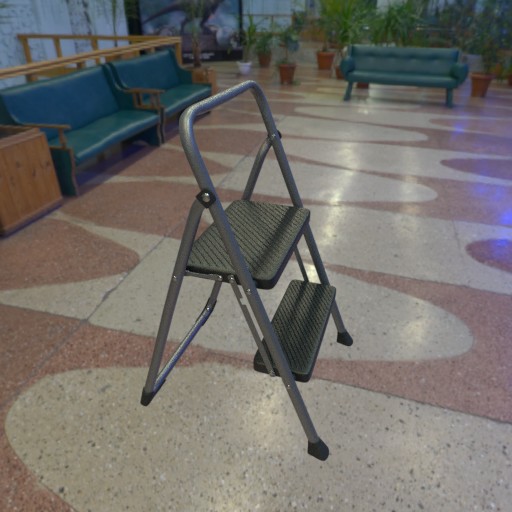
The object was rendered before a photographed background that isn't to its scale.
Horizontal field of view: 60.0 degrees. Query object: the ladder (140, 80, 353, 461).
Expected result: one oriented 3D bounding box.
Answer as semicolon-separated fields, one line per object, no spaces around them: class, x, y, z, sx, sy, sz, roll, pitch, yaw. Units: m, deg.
ladder;0.000;0.000;1.028;0.472;0.720;0.430;10;32;16
